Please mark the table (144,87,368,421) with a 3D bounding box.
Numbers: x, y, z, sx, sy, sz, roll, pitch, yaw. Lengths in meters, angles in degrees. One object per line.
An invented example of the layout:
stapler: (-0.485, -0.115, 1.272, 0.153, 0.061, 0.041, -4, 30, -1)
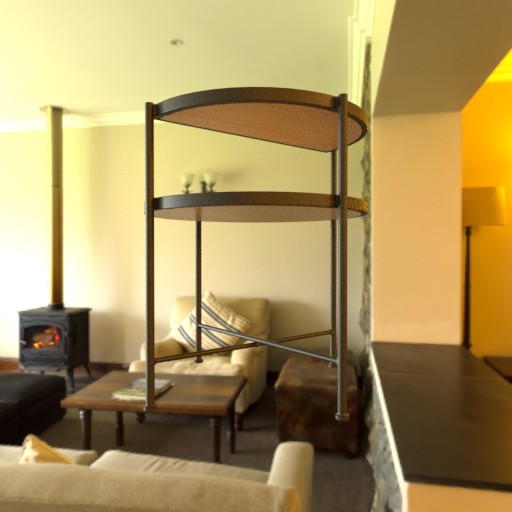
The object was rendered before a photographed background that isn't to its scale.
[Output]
table: (0.000, 0.000, 1.173, 0.629, 0.684, 0.628, -1, 1, -38)
